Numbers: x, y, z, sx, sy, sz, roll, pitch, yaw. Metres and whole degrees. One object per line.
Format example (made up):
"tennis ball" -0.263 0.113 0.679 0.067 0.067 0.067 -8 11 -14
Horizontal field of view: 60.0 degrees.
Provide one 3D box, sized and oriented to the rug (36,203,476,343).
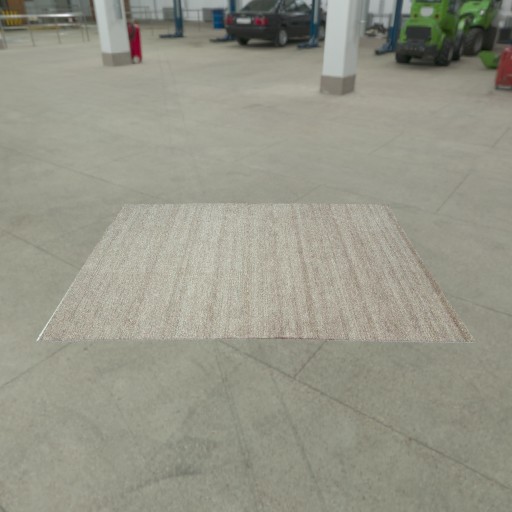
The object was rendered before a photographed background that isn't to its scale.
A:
"rug" 0.000 0.000 4.259 3.202 0.045 2.434 0 31 0
